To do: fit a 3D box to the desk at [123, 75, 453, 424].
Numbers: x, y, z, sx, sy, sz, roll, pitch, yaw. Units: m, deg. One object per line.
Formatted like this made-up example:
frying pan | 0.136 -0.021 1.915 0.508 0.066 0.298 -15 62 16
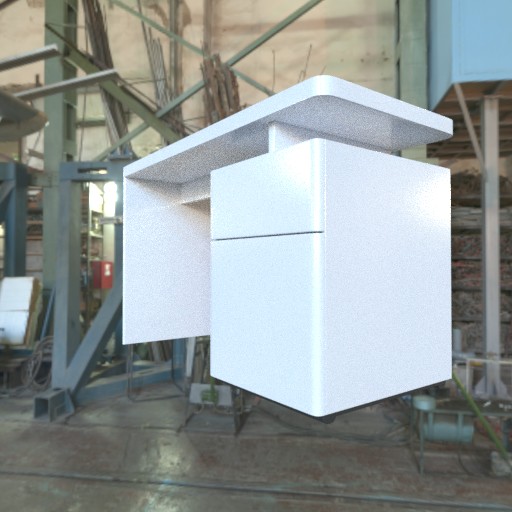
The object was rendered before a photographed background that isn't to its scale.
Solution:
desk | 0.000 0.000 1.578 0.550 0.760 1.200 1 -1 -37
